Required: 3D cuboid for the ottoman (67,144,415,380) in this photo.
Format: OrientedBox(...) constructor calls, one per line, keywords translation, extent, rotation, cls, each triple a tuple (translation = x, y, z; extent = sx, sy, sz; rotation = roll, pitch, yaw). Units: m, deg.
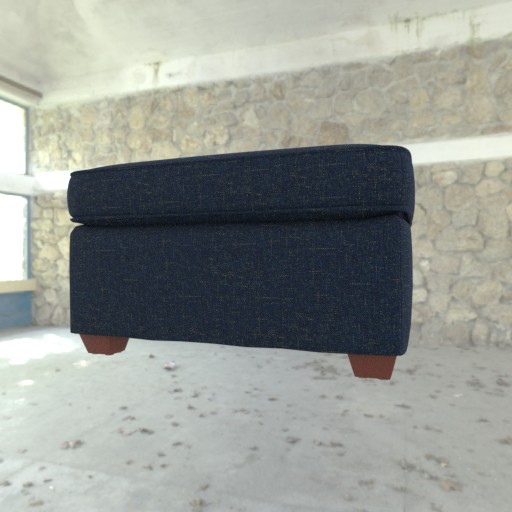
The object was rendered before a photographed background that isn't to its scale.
OrientedBox(translation=(0.000, 0.000, 1.108), extent=(0.749, 0.450, 0.549), rotation=(0, 0, 20), cls="ottoman")
